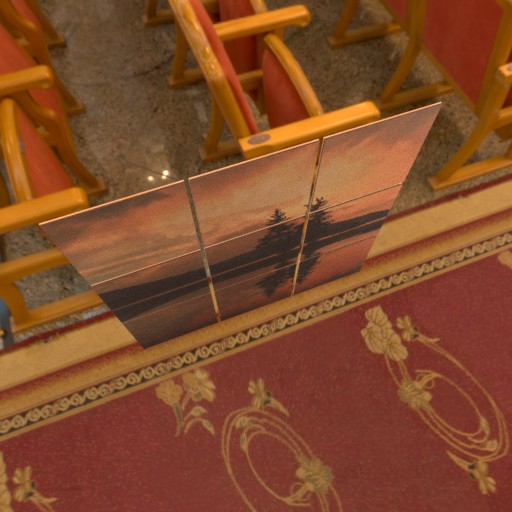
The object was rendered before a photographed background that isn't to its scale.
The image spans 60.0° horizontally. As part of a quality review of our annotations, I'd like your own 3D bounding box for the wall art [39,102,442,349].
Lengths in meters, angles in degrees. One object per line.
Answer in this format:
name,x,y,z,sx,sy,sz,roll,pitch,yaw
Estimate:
wall art,0.000,0.000,2.252,1.520,1.525,0.013,-19,65,-9
